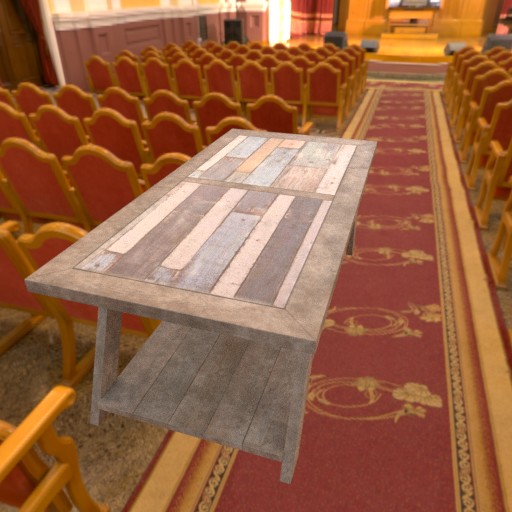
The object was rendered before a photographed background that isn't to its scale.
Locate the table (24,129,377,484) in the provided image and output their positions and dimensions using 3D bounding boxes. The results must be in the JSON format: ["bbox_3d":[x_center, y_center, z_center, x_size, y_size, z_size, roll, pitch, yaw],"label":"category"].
[{"bbox_3d":[0.000,0.000,1.450,0.610,0.470,1.219,9,32,15],"label":"table"}]
